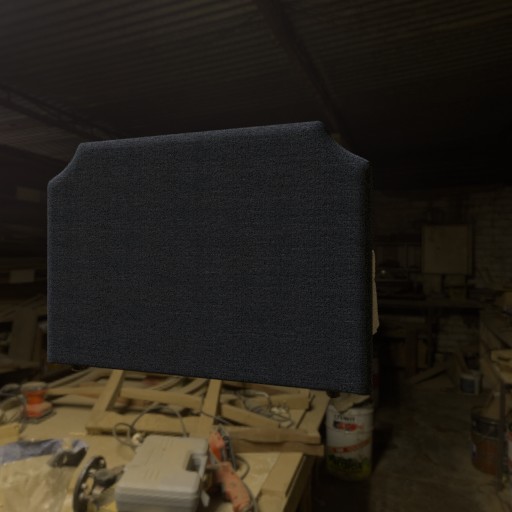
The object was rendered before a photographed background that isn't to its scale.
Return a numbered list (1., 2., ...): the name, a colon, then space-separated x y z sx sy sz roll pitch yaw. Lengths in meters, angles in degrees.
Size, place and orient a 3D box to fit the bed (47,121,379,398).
1. bed: 0.000 0.000 3.296 1.828 1.297 2.208 0 1 19
